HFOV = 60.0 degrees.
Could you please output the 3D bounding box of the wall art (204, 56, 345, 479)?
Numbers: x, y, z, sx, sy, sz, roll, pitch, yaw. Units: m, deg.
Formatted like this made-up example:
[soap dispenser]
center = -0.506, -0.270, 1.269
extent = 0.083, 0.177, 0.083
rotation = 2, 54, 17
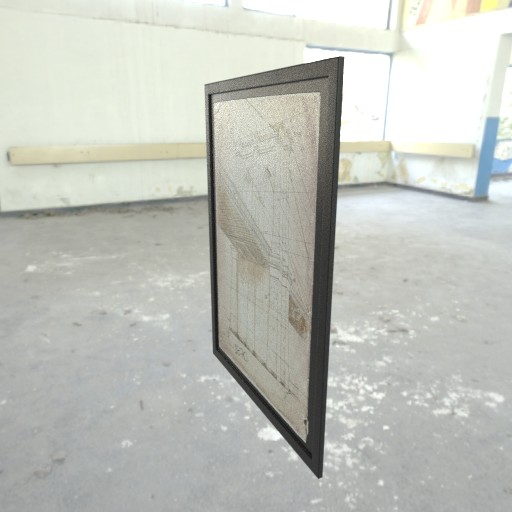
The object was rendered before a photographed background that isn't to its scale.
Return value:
[wall art]
center = 0.000, 0.000, 1.268
extent = 0.013, 0.967, 0.707
rotation = -8, 19, -26
